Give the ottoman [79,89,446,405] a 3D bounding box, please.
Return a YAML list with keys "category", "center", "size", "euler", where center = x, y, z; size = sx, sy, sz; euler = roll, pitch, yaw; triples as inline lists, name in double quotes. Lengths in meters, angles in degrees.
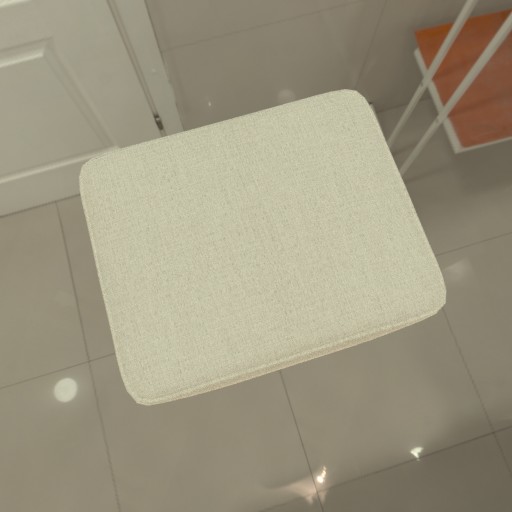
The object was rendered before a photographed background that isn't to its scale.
- category: "ottoman"
  center: [0.000, 0.000, 1.174]
  size: [0.738, 0.537, 0.589]
  euler: [-17, 76, -4]
